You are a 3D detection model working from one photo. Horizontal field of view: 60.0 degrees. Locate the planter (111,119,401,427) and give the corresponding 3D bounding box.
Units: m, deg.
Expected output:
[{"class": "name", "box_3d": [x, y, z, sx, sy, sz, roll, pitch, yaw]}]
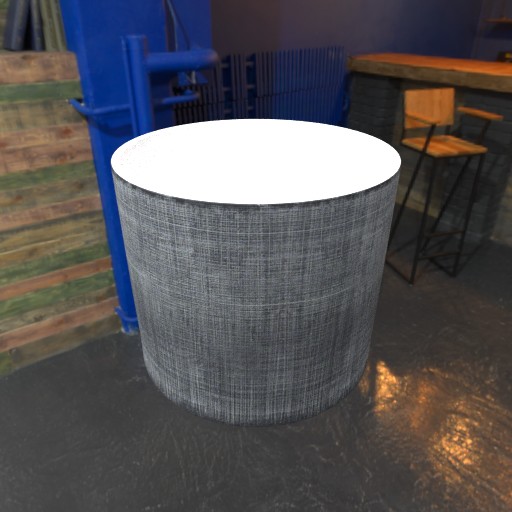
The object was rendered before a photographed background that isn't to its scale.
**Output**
[{"class": "planter", "box_3d": [0.000, 0.000, 0.457, 0.254, 0.221, 0.254, 0, 29, 0]}]
